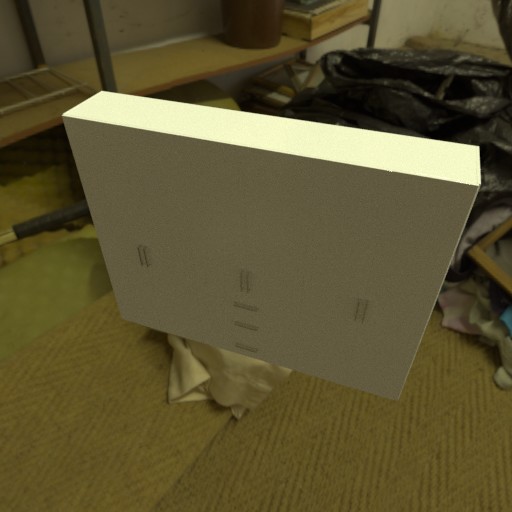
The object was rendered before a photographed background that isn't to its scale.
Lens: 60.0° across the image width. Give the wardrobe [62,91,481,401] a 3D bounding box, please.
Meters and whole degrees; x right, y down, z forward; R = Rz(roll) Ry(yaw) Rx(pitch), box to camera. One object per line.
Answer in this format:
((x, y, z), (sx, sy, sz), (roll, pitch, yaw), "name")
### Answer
((0.000, 0.000, 3.946), (3.000, 2.360, 0.580), (13, 42, 15), "wardrobe")
